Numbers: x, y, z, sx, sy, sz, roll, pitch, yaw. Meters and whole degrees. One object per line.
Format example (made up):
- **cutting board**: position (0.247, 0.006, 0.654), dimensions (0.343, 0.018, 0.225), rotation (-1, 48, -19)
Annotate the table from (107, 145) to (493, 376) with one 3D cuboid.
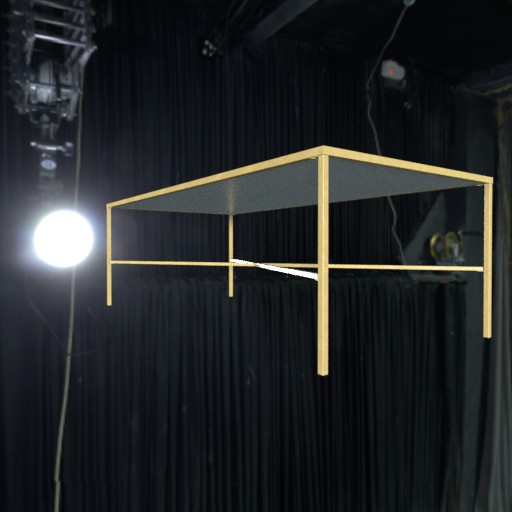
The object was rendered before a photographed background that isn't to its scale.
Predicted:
- **table**: position (0.000, 0.000, 1.422), dimensions (0.580, 0.398, 1.206), rotation (-1, 1, -36)
